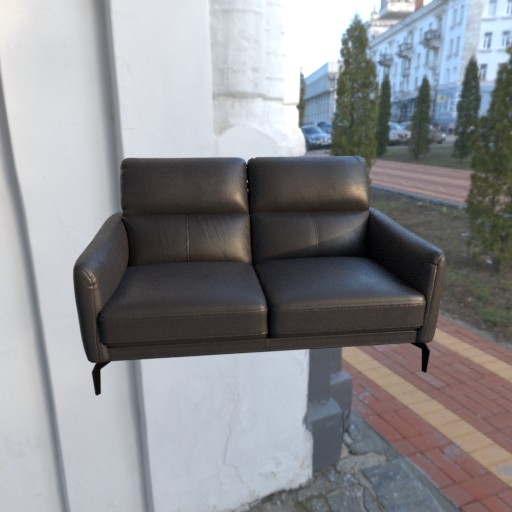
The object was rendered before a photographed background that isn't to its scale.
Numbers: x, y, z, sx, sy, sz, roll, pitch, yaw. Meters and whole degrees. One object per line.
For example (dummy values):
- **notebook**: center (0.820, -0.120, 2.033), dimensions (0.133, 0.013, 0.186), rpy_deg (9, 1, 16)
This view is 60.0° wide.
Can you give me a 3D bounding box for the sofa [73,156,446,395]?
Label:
- **sofa**: center (0.000, 0.000, 2.235), dimensions (1.596, 0.920, 0.958), rpy_deg (-2, 17, -7)
